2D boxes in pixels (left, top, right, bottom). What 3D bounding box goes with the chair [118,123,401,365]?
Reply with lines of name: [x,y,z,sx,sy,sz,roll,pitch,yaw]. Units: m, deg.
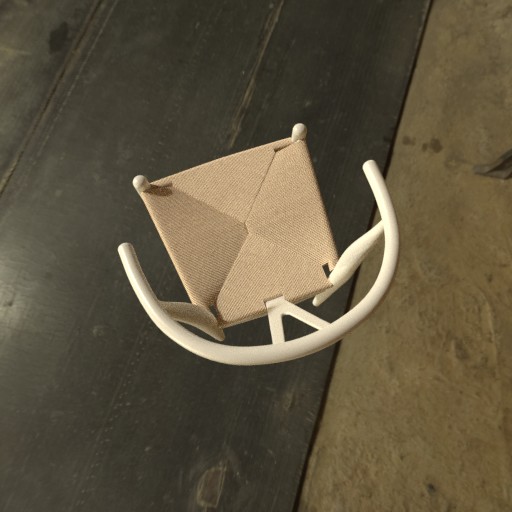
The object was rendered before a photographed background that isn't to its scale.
chair: [0.000,0.000,1.188,0.569,0.730,0.579,-19,76,-5]
